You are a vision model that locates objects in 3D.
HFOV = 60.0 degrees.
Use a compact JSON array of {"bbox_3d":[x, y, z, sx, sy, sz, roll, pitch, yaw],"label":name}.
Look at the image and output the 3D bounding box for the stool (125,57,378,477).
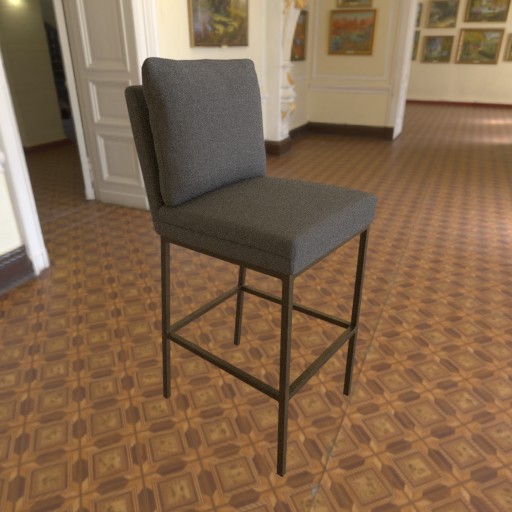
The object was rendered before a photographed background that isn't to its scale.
[{"bbox_3d":[0.000,0.000,1.379,0.569,1.132,0.463,18,31,33],"label":"stool"}]
